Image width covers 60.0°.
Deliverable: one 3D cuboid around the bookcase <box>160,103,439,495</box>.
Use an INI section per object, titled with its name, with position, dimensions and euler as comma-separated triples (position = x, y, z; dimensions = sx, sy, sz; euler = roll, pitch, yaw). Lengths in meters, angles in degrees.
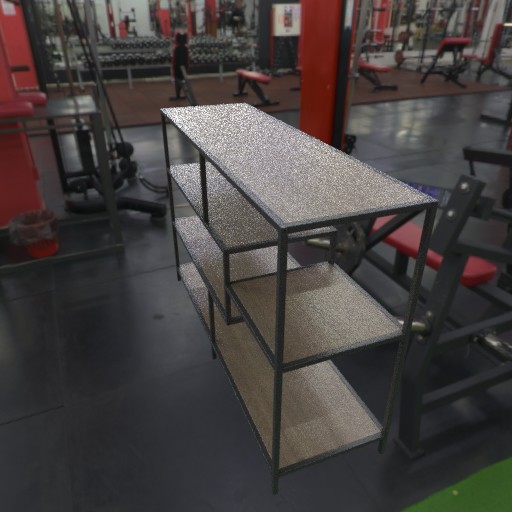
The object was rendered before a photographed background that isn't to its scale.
[bookcase]
position = 0.000, 0.000, 1.494
dimensions = 0.350, 0.780, 1.140
euler = -11, 31, -19
